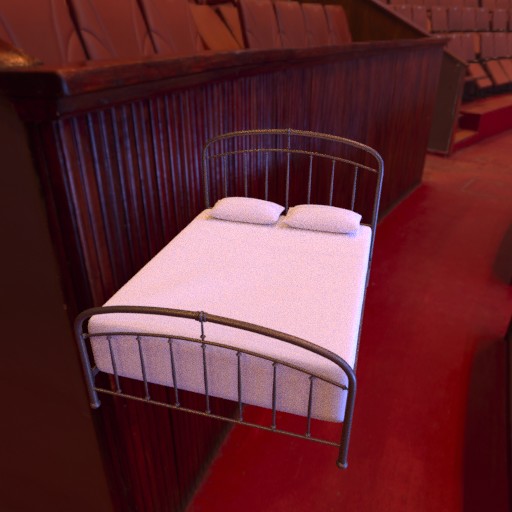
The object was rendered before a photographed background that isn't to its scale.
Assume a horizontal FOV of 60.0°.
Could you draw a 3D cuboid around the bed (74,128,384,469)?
[{"bbox_3d":[0.000,0.000,3.341,1.711,1.475,2.168,8,28,14],"label":"bed"}]
